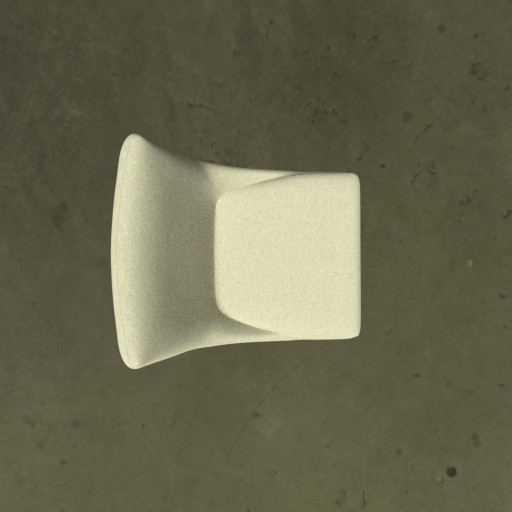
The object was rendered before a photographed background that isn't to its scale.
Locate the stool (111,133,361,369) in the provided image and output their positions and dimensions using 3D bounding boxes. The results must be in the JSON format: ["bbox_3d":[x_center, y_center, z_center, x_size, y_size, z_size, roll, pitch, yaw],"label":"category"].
[{"bbox_3d":[0.000,0.000,1.326,0.559,0.991,0.469,0,89,0],"label":"stool"}]
